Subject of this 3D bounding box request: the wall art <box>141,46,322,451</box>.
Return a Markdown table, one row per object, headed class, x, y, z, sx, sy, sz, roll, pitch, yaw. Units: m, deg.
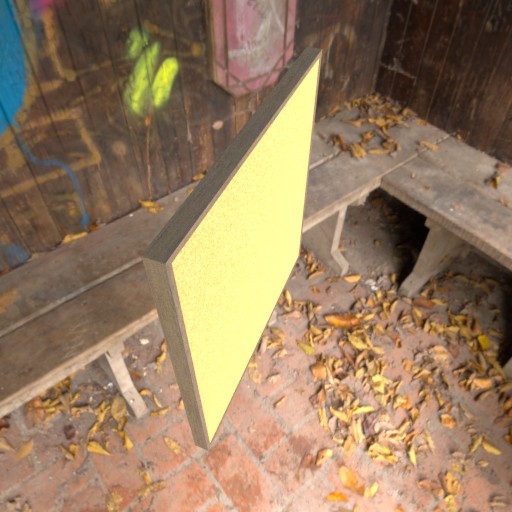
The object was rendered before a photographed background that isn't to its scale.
| class | x | y | z | sx | sy | sz | roll | pitch | yaw |
| --- | --- | --- | --- | --- | --- | --- | --- | --- | --- |
| wall art | 0.000 | 0.000 | 1.140 | 0.039 | 0.758 | 0.758 | 17 | 50 | 15 |
